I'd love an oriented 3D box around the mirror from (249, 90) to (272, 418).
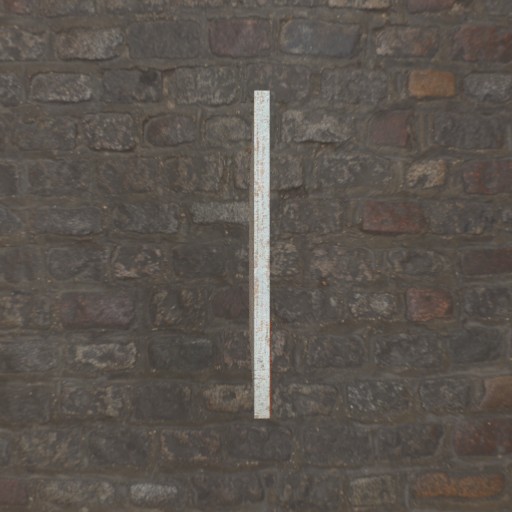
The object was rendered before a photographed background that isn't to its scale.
[{"bbox_3d":[0.000,0.000,1.098,0.027,0.922,0.472,0,90,-1],"label":"mirror"}]
